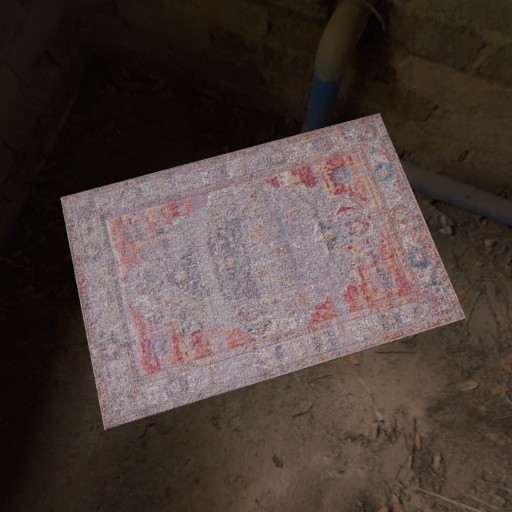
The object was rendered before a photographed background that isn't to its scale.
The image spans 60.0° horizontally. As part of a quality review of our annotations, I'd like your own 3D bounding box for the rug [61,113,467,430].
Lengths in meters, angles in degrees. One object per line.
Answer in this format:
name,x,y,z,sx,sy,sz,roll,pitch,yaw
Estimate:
rug,0.000,0.000,2.294,1.829,0.005,1.219,-16,75,-4
